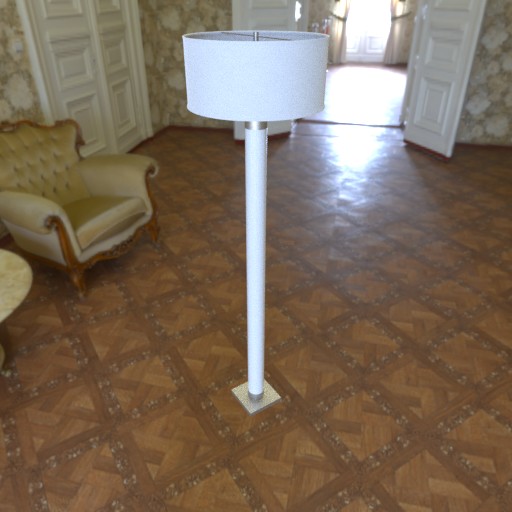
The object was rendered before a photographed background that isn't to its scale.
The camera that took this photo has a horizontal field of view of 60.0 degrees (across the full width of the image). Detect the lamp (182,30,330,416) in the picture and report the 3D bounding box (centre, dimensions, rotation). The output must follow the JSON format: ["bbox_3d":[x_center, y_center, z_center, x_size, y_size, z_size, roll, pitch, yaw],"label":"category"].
[{"bbox_3d":[0.000,0.000,1.632,0.420,1.475,0.420,-18,35,-28],"label":"lamp"}]
